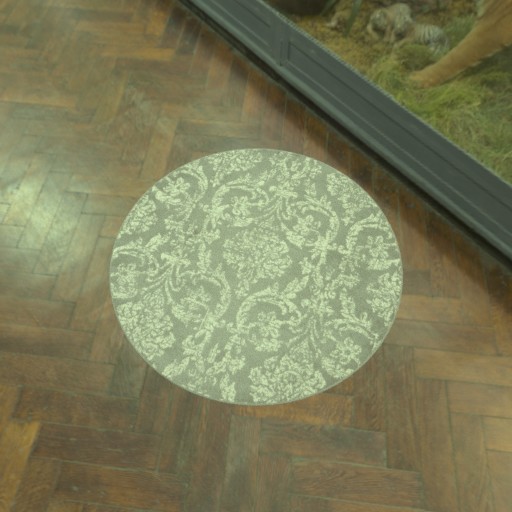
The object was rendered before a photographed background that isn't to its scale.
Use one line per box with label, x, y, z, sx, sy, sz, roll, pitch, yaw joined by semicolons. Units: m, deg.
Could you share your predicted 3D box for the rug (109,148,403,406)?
rug;0.000;0.000;2.436;1.593;0.012;1.593;0;60;0
